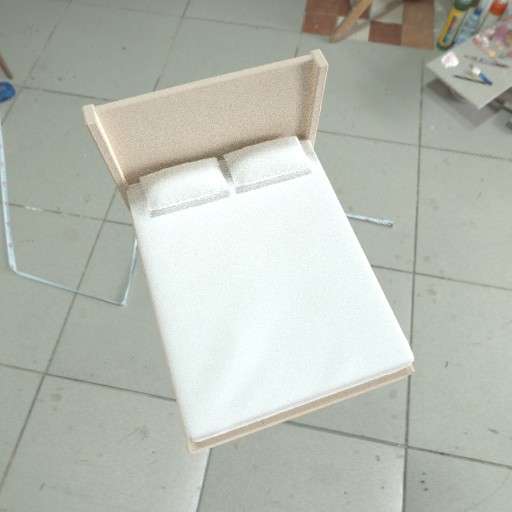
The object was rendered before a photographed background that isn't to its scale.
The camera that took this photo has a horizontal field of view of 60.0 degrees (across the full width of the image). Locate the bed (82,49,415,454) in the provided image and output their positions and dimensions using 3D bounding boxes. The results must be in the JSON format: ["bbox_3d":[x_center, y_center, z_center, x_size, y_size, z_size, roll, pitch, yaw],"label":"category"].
[{"bbox_3d":[0.000,0.000,3.383,1.778,1.471,2.293,-17,66,-8],"label":"bed"}]
